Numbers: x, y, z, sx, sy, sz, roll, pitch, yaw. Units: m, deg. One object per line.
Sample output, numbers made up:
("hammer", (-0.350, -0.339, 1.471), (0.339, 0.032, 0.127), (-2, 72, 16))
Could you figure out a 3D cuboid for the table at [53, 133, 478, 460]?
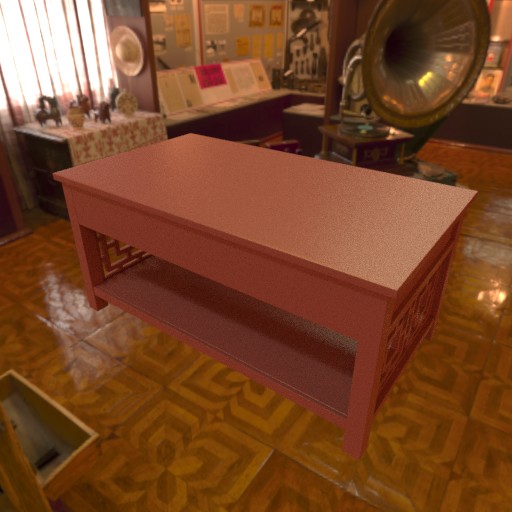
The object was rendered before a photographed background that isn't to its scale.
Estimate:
("table", (0.000, 0.000, 1.394), (1.068, 0.493, 0.612), (20, 35, 31))
